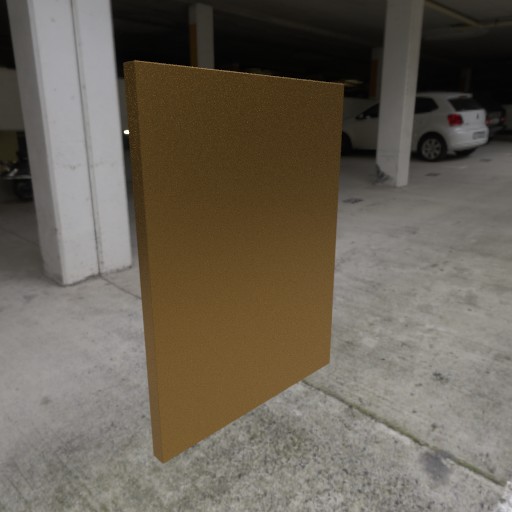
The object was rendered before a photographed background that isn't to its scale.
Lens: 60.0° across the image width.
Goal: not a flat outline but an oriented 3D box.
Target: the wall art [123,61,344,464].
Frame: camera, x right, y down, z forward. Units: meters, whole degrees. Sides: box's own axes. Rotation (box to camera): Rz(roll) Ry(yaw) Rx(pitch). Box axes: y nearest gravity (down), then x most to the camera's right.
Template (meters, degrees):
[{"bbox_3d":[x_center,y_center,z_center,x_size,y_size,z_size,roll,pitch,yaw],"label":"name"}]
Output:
[{"bbox_3d":[0.000,0.000,1.072,0.610,0.812,0.038,-16,22,-43],"label":"wall art"}]
